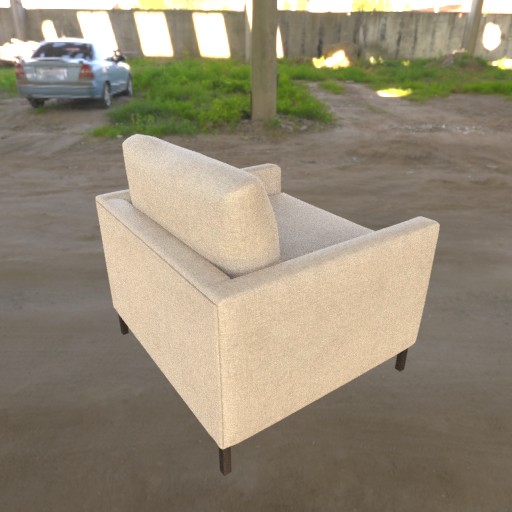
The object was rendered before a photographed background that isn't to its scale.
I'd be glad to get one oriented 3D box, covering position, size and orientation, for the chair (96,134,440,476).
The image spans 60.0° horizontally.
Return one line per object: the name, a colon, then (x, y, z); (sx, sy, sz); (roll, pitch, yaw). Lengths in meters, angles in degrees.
chair: (0.000, 0.000, 1.657); (0.866, 0.861, 0.963); (-17, 31, -31)
